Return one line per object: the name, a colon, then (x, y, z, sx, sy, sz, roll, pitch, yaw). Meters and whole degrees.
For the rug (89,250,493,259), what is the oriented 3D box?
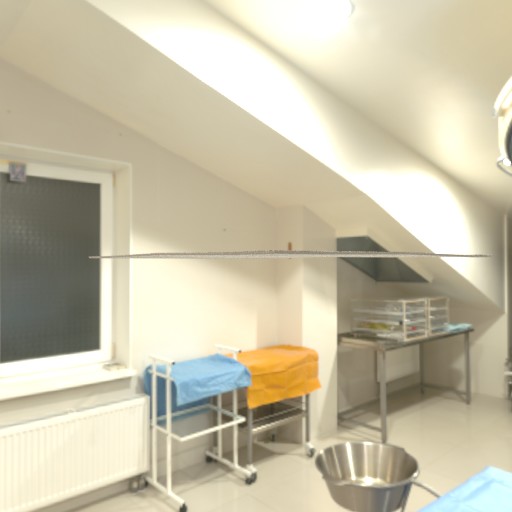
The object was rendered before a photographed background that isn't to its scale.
rug: (0.000, 0.000, 2.236, 1.162, 0.022, 1.804, 1, -1, -35)
